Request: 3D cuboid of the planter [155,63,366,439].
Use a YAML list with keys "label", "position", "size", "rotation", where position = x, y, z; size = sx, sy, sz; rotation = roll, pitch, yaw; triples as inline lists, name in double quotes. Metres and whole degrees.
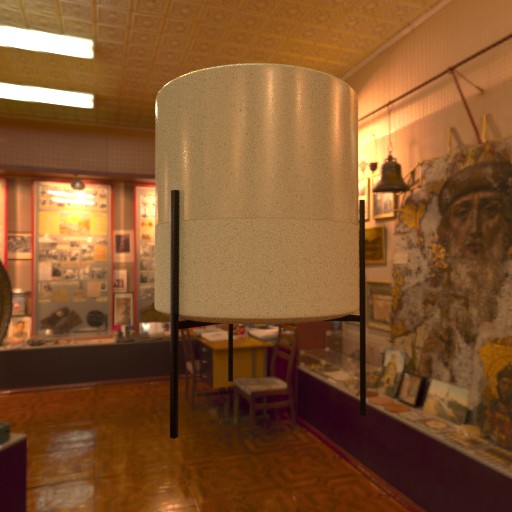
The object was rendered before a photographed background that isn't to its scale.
- label: "planter"
  position: [0.000, 0.000, 0.704]
  size: [0.314, 0.475, 0.323]
  rotation: [0, -1, -18]
